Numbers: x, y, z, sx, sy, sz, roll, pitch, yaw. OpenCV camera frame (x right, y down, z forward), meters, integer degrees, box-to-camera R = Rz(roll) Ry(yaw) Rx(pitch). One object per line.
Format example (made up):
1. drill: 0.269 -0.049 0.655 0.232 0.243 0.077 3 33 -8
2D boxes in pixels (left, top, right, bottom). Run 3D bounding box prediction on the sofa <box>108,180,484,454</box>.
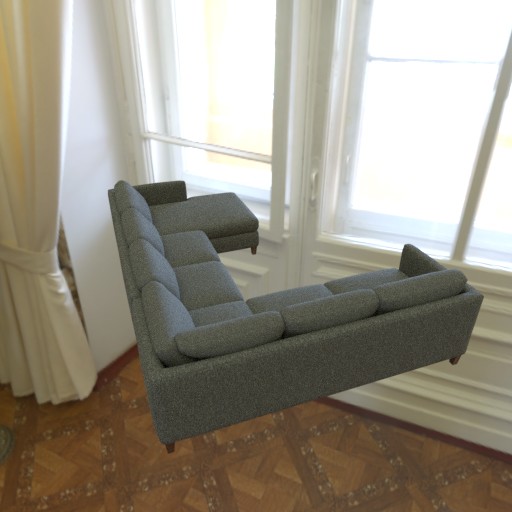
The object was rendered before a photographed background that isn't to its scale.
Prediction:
1. sofa: 0.000 0.000 4.392 2.551 0.853 3.238 -11 32 -18
